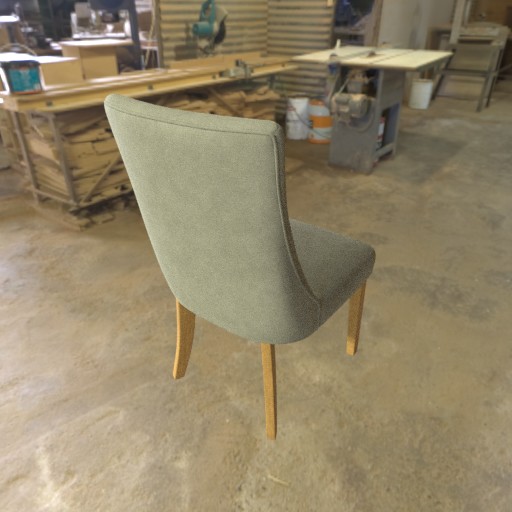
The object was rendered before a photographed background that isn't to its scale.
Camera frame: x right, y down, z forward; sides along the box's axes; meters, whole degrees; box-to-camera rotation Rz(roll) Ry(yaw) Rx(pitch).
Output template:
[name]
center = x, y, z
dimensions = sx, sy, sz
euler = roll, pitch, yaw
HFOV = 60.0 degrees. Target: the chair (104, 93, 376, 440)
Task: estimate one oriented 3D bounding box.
[chair]
center = 0.000, 0.000, 1.259
dimensions = 0.495, 0.902, 0.610
euler = 21, 36, 32
